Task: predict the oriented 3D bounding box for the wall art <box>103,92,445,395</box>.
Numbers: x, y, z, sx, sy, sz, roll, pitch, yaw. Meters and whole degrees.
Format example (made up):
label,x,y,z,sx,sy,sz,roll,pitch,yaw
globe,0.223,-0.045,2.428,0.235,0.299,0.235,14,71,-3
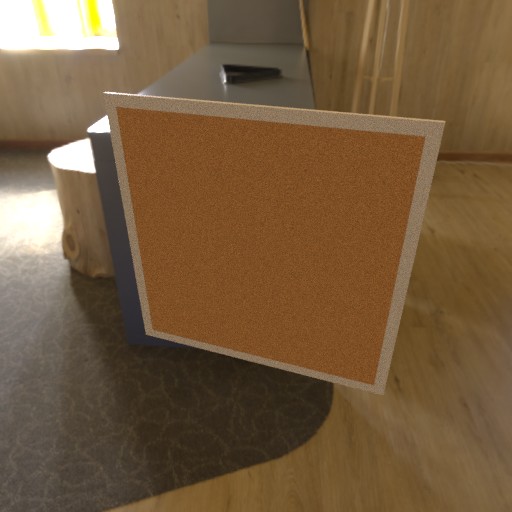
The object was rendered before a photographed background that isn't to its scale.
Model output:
label,x,y,z,sx,sy,sz,roll,pitch,yaw
wall art,0.000,0.000,0.844,0.558,0.559,0.009,11,34,16
